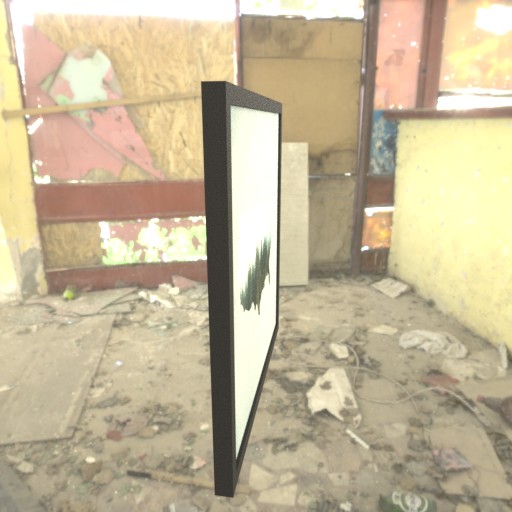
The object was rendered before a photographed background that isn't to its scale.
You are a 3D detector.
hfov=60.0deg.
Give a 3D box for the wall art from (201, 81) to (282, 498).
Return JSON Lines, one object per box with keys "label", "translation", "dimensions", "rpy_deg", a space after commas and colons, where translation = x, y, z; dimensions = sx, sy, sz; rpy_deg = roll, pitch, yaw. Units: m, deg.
{"label": "wall art", "translation": [0.000, 0.000, 1.123], "dimensions": [0.038, 0.763, 0.763], "rpy_deg": [3, 17, 9]}
